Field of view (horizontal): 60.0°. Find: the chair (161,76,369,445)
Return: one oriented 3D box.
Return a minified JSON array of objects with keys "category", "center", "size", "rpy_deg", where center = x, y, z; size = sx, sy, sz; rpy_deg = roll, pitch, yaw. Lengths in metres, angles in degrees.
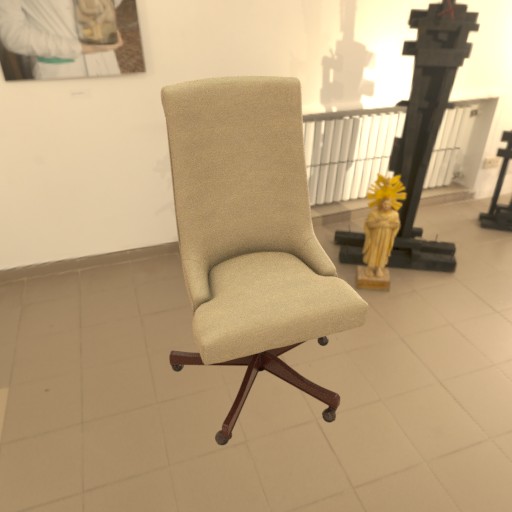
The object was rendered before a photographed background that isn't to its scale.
[{"category":"chair","center":[0.000,0.000,1.469],"size":[0.645,1.010,0.696],"rpy_deg":[-11,34,-16]}]
